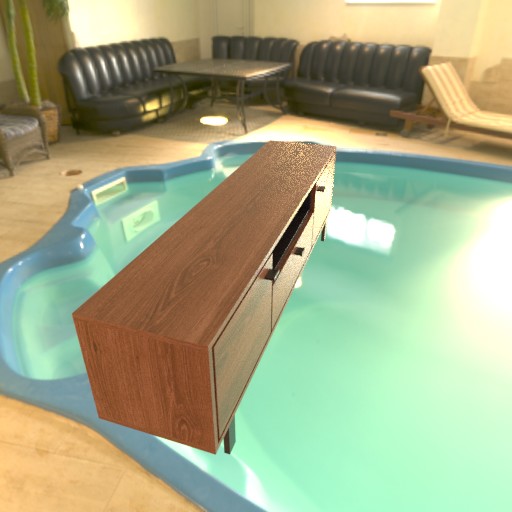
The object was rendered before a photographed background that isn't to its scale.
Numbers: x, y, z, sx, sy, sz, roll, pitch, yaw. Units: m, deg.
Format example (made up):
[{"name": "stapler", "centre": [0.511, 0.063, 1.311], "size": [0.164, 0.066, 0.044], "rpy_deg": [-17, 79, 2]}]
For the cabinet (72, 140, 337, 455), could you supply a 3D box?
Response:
[{"name": "cabinet", "centre": [0.000, 0.000, 1.840], "size": [0.400, 0.500, 1.650], "rpy_deg": [10, 31, 16]}]
